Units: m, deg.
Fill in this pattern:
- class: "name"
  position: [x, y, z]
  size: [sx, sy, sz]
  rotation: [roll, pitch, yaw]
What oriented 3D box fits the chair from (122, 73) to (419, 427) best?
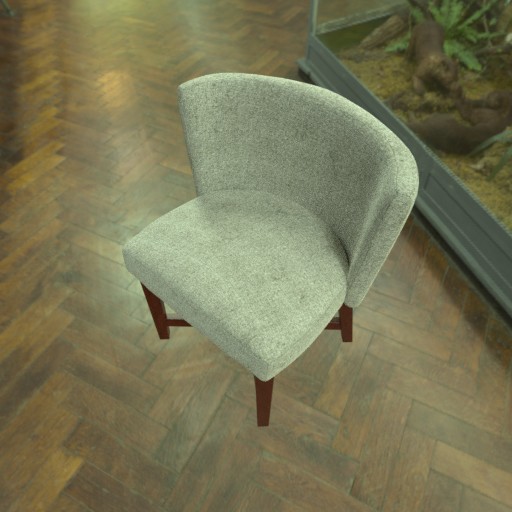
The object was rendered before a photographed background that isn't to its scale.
- class: "chair"
  position: [0.000, 0.000, 1.310]
  size: [0.728, 0.827, 0.575]
  rotation: [33, 56, 27]
